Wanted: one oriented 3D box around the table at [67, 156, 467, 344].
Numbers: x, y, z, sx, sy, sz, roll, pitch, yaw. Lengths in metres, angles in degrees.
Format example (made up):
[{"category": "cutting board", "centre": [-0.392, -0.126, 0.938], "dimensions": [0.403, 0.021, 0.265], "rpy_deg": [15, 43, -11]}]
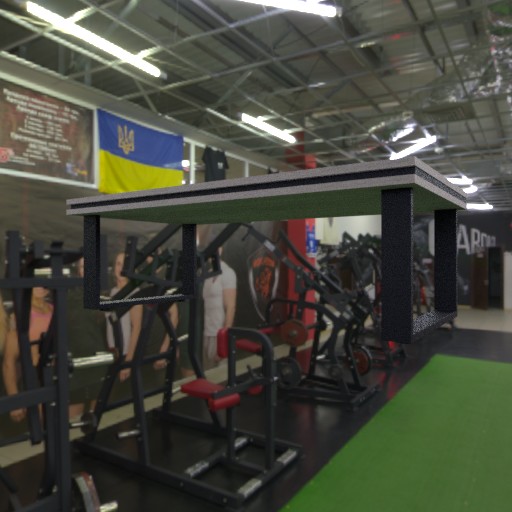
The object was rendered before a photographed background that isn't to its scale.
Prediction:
[{"category": "table", "centre": [0.000, 0.000, 1.674], "dimensions": [1.350, 0.450, 0.700], "rpy_deg": [0, 0, 34]}]
